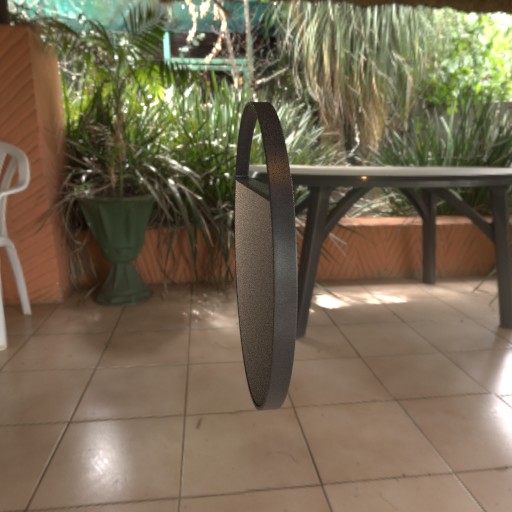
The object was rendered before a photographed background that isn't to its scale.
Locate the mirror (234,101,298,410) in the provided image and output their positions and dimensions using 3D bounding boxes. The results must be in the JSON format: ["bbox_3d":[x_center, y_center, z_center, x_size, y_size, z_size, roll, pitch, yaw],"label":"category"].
[{"bbox_3d":[0.000,0.000,0.859,0.032,0.565,0.565,-2,13,-8],"label":"mirror"}]
